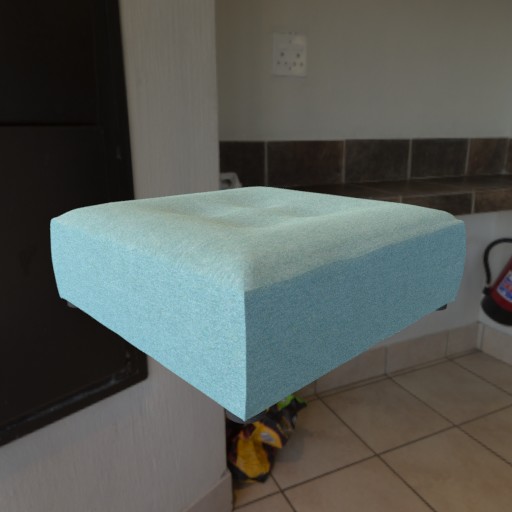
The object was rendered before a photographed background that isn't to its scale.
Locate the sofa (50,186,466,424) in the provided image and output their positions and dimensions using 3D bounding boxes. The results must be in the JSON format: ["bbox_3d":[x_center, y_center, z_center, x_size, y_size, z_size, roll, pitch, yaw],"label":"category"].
[{"bbox_3d":[0.000,0.000,1.407,0.930,0.330,0.930,-14,21,-41],"label":"sofa"}]
